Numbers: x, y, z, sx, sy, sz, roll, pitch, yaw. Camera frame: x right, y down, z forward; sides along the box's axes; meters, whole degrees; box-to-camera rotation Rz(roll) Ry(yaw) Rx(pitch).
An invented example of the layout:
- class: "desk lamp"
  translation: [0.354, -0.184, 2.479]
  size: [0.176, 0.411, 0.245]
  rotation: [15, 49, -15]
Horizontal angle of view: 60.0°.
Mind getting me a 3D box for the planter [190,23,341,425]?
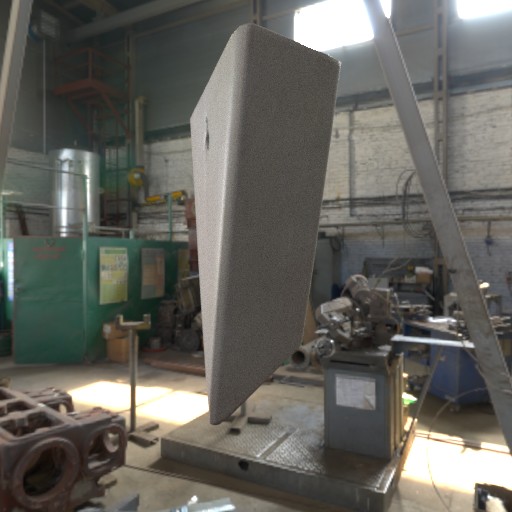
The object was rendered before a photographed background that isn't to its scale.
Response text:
- class: "planter"
  translation: [0.000, 0.000, 0.265]
  size: [0.060, 0.197, 0.150]
  rotation: [0, 0, -17]
